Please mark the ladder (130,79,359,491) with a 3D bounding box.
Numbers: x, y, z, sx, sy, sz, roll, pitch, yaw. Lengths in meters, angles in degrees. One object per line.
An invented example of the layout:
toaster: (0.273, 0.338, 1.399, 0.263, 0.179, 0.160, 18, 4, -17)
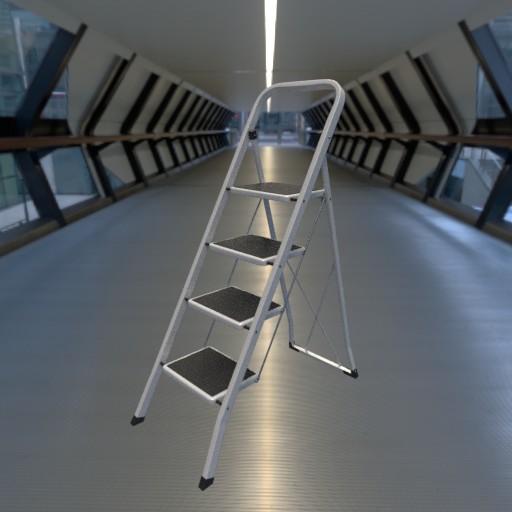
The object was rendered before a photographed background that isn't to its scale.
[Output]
ladder: (0.000, 0.000, 1.682, 0.914, 1.265, 0.460, -16, 23, -42)
